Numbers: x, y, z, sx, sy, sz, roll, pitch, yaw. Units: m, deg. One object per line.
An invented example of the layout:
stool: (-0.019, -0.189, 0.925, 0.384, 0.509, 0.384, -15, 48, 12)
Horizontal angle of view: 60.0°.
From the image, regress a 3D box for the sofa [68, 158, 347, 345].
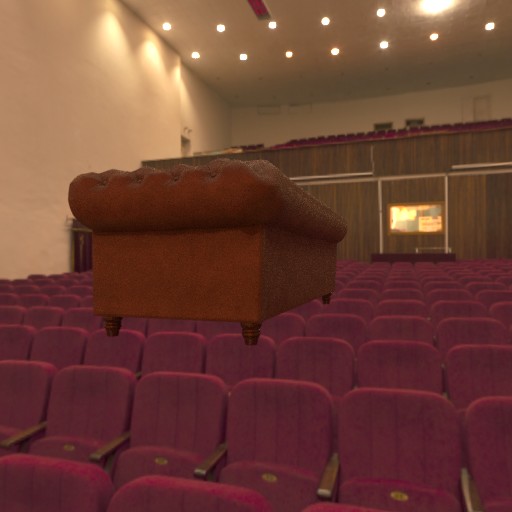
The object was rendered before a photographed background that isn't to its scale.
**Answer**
sofa: (0.000, 0.000, 2.878, 0.944, 0.783, 2.385, 0, -1, 18)
